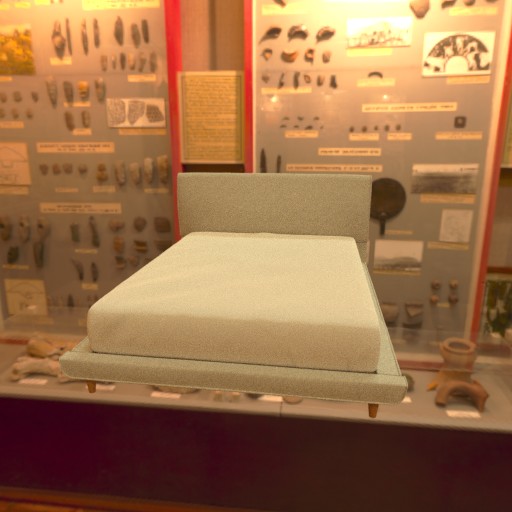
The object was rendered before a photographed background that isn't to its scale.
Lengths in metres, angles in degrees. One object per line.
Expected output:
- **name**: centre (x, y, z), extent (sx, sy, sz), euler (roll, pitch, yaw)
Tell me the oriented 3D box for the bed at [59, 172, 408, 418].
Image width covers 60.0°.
- **bed**: centre (0.000, 0.000, 3.557), extent (1.980, 1.126, 2.498), euler (2, 15, 8)
